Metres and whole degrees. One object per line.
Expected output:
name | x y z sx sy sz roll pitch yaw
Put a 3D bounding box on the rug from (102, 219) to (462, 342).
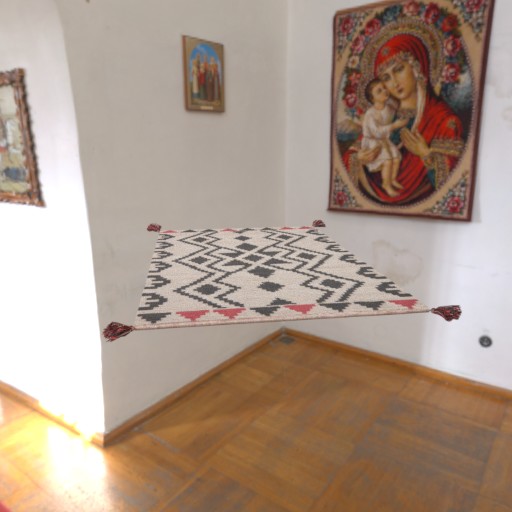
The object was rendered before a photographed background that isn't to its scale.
rug | 0.000 0.000 2.649 1.444 0.067 2.069 -2 15 -8
